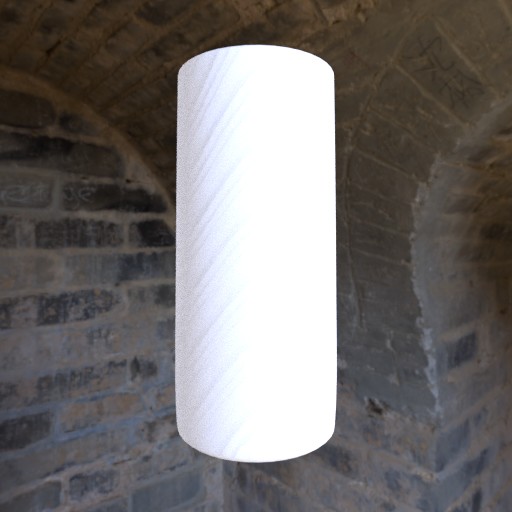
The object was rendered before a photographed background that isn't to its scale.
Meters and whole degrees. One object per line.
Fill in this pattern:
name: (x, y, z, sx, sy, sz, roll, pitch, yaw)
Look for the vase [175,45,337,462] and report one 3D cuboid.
vase: (0.000, 0.000, 0.399, 0.143, 0.316, 0.143, 0, 1, 0)
